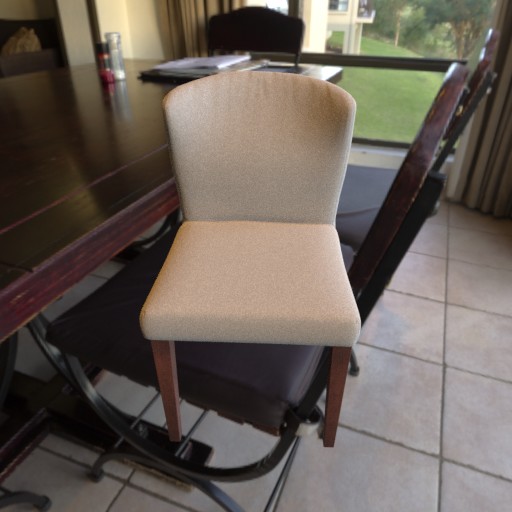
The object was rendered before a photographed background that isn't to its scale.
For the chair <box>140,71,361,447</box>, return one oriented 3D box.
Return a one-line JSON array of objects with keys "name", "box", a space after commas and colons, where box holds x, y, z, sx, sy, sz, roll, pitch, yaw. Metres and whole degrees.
[{"name": "chair", "box": [0.000, 0.000, 1.184, 0.491, 0.839, 0.592, 1, 31, 2]}]
